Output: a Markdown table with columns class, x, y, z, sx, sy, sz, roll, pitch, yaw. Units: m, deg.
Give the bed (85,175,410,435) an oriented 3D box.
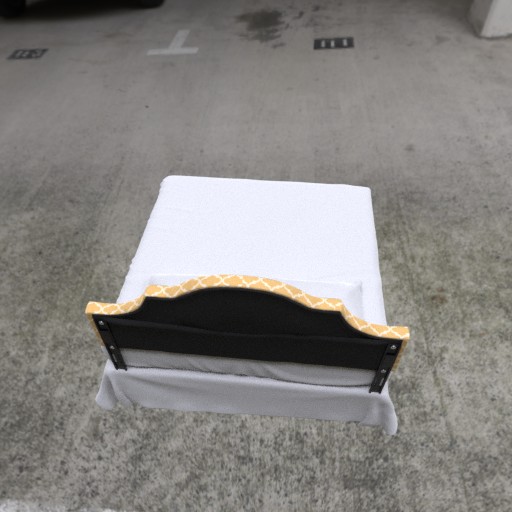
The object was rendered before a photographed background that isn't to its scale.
| class | x | y | z | sx | sy | sz | roll | pitch | yaw |
| --- | --- | --- | --- | --- | --- | --- | --- | --- | --- |
| bed | 0.000 | 0.000 | 3.625 | 2.314 | 1.601 | 2.222 | 4 | 47 | 4 |
